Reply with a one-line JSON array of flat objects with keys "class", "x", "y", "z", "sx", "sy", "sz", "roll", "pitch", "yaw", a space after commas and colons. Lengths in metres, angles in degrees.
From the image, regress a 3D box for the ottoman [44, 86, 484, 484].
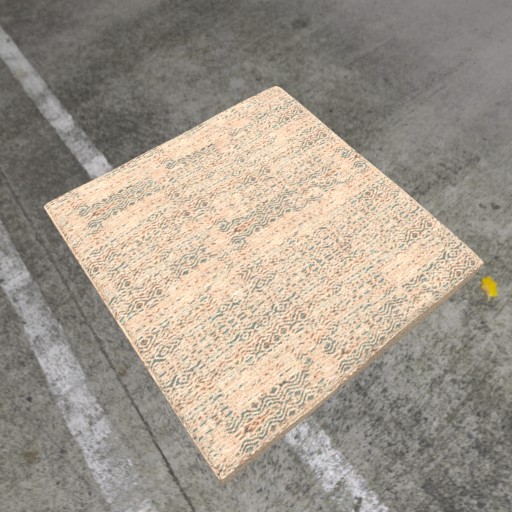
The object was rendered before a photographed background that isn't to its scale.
[{"class": "ottoman", "x": 0.000, "y": 0.000, "z": 1.484, "sx": 0.968, "sy": 0.356, "sz": 1.004, "roll": -33, "pitch": 65, "yaw": -18}]
